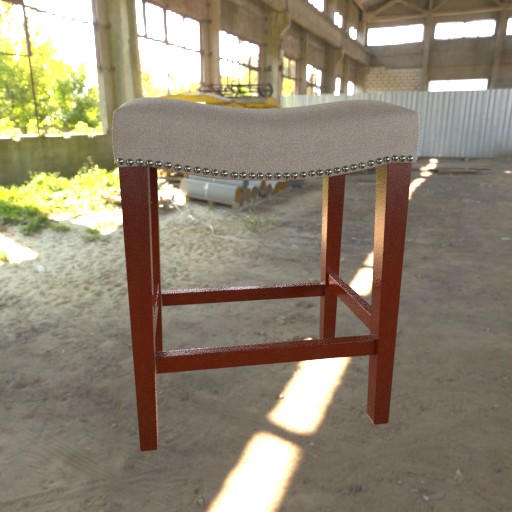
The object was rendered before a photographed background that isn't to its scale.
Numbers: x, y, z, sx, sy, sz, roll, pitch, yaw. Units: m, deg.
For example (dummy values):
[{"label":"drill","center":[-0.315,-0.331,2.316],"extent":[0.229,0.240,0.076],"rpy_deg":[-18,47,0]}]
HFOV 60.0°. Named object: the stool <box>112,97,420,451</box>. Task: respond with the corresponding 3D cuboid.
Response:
[{"label":"stool","center":[0.000,0.000,0.949],"extent":[0.509,0.632,0.375],"rpy_deg":[-3,16,-9]}]
